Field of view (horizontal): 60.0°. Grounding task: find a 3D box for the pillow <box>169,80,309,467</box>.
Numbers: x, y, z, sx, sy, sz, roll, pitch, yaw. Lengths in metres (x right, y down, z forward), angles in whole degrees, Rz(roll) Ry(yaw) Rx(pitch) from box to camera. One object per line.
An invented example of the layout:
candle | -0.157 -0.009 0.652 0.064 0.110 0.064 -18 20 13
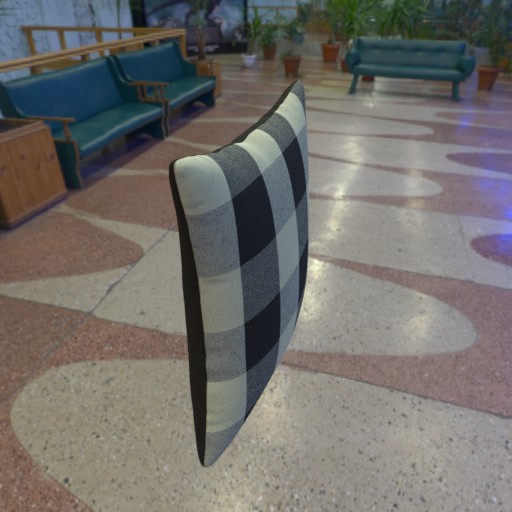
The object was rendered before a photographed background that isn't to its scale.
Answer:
pillow | 0.000 0.000 0.784 0.161 0.509 0.511 10 32 16
